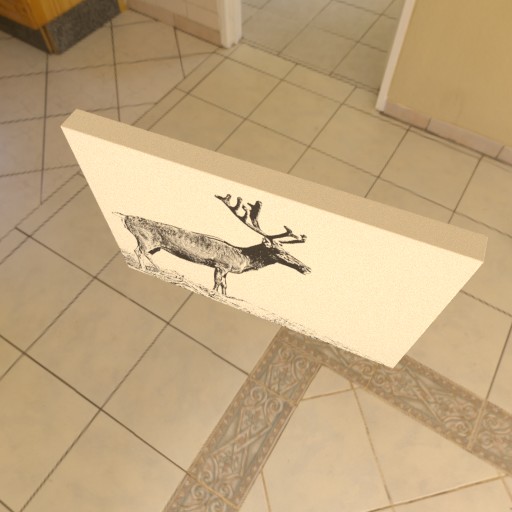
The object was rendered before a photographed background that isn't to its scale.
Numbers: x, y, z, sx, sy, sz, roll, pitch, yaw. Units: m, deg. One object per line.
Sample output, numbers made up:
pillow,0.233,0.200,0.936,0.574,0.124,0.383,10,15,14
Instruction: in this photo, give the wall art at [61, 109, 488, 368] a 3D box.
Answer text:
wall art,0.000,0.000,0.779,0.608,0.414,0.042,20,60,12
